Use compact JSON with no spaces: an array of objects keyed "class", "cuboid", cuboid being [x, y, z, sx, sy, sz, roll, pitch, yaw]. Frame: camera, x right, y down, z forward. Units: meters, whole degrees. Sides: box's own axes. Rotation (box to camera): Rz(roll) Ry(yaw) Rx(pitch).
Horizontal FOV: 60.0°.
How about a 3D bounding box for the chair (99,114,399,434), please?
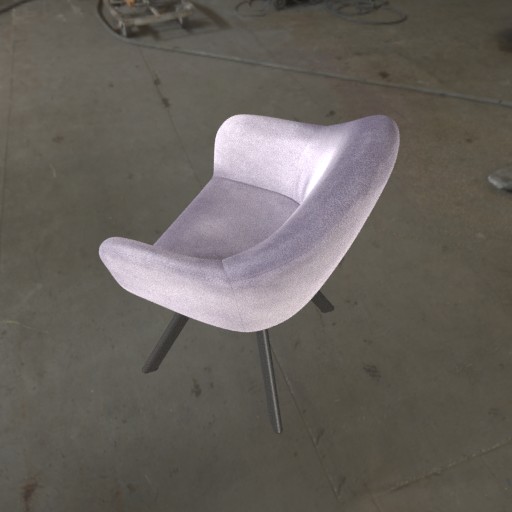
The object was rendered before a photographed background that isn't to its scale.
[{"class":"chair","cuboid":[0.000,0.000,1.116,0.540,0.780,0.570,18,49,17]}]
